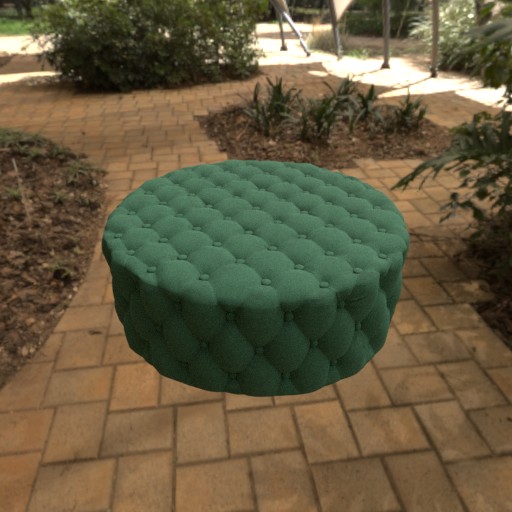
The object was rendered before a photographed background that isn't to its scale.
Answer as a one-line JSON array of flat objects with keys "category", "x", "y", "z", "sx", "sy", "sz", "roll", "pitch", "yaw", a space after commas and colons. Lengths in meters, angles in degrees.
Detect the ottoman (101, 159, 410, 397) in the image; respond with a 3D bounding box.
[{"category": "ottoman", "x": 0.000, "y": 0.000, "z": 1.556, "sx": 0.998, "sy": 0.399, "sz": 0.998, "roll": 0, "pitch": 32, "yaw": 0}]
